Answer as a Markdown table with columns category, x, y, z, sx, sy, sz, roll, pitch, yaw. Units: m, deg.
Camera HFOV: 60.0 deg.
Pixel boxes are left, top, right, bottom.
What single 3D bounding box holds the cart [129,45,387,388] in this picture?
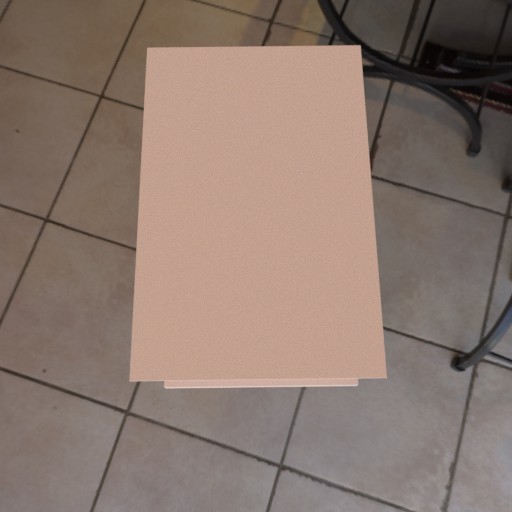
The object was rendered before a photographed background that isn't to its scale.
| category | x | y | z | sx | sy | sz | roll | pitch | yaw |
| --- | --- | --- | --- | --- | --- | --- | --- | --- | --- |
| cart | 0.000 | 0.000 | 1.256 | 0.442 | 0.864 | 0.683 | -1 | 76 | 0 |
